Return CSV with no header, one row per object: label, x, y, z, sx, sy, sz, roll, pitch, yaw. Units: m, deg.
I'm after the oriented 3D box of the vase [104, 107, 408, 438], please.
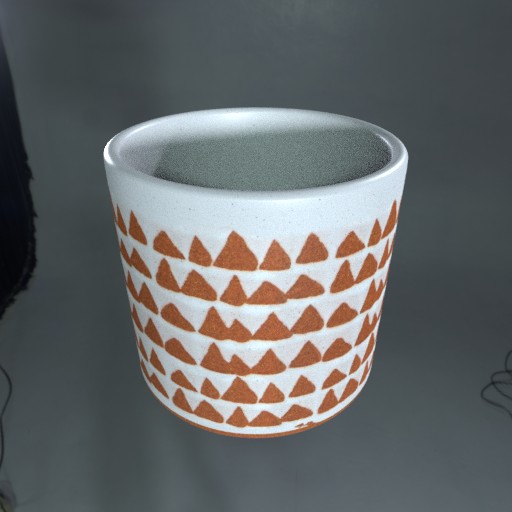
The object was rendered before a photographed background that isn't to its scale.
vase,0.000,0.000,0.238,0.137,0.127,0.137,0,30,0
